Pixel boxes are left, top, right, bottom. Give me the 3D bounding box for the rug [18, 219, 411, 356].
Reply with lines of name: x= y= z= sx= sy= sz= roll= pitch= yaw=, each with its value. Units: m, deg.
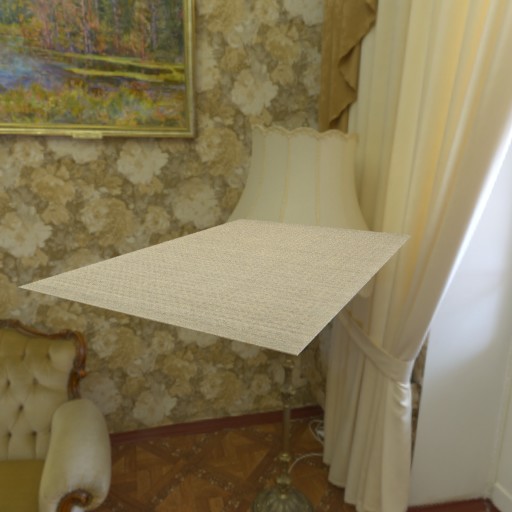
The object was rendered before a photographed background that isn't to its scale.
rug: x=0.000 y=0.000 z=3.678 sx=1.981 sy=0.006 sz=2.895 roll=8 pitch=17 yaw=27
